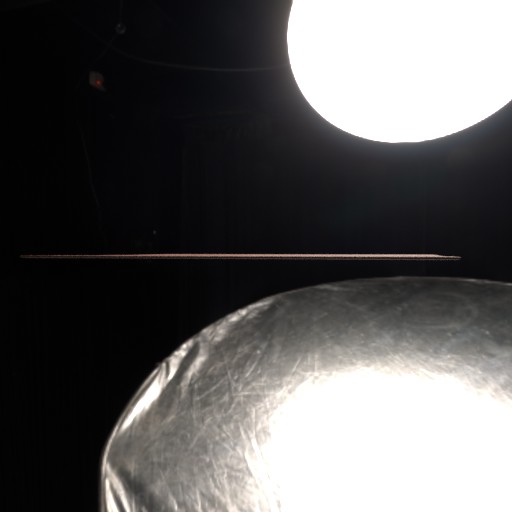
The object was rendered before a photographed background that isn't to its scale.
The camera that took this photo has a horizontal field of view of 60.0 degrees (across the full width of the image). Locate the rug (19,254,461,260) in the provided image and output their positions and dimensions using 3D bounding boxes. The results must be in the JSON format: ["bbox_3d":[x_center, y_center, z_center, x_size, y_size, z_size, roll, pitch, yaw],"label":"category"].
[{"bbox_3d":[0.000,0.000,5.044,3.965,0.025,2.803,0,1,19],"label":"rug"}]
